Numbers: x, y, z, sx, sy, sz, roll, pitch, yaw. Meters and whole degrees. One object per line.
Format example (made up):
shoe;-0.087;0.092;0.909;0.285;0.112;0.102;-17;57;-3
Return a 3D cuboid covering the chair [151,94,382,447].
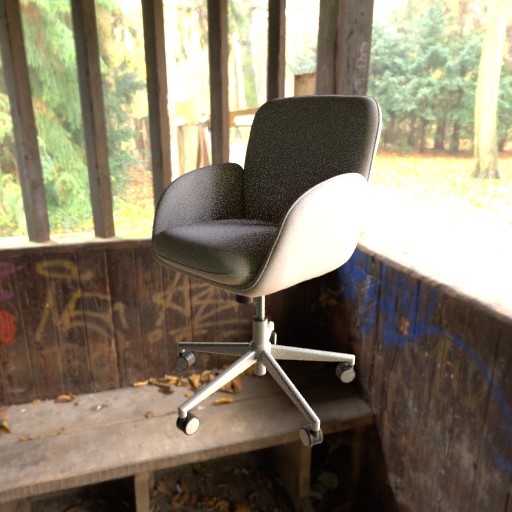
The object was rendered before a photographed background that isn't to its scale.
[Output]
chair;0.000;0.000;1.369;0.648;0.959;0.633;16;23;42
